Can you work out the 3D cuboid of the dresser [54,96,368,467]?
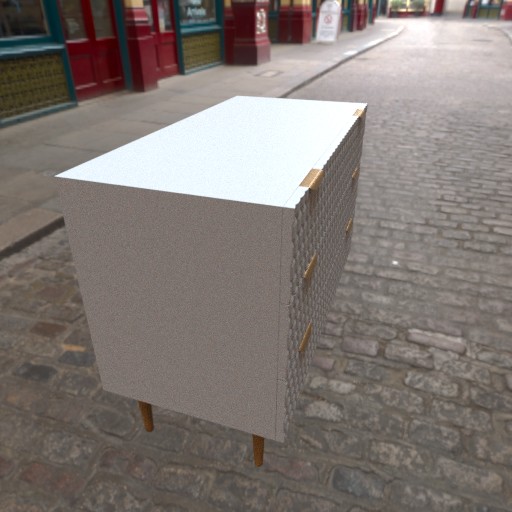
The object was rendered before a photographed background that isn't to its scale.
[{"bbox_3d":[0.000,0.000,1.284,0.457,0.721,0.905,10,31,17],"label":"dresser"}]
